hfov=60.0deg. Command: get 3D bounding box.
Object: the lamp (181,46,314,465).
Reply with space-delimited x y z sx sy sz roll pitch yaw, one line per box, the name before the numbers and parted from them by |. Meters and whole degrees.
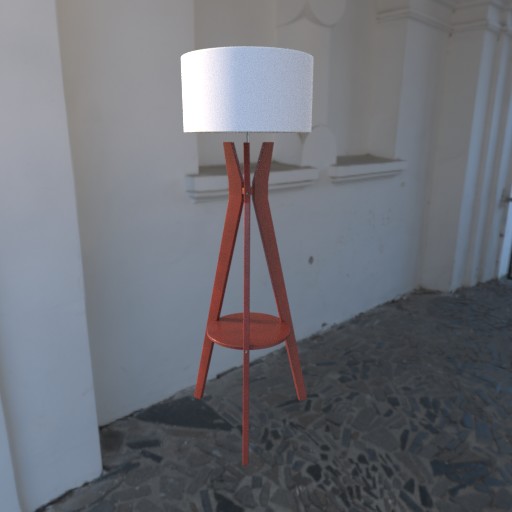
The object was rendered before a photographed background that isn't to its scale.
lamp | 0.000 0.000 1.800 0.542 1.472 0.539 -8 17 -27
